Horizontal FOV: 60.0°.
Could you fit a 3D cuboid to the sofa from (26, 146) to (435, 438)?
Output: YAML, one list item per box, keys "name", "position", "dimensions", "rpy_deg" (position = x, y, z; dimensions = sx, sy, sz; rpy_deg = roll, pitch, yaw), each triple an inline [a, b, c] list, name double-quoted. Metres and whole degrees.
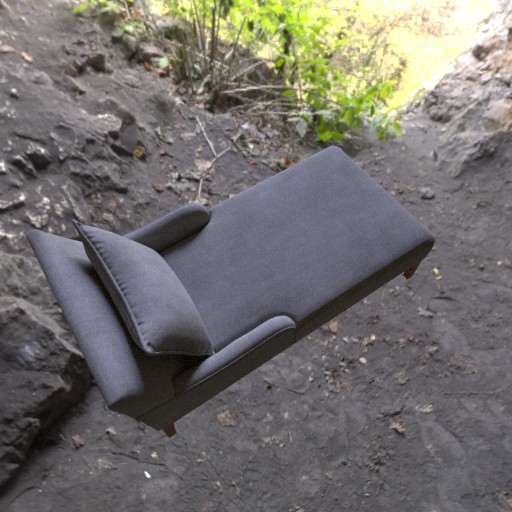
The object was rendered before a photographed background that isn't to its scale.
- name: "sofa"
  position: [0.000, 0.000, 2.277]
  dimensions: [1.779, 0.859, 0.894]
  rpy_deg: [-29, 62, -17]
